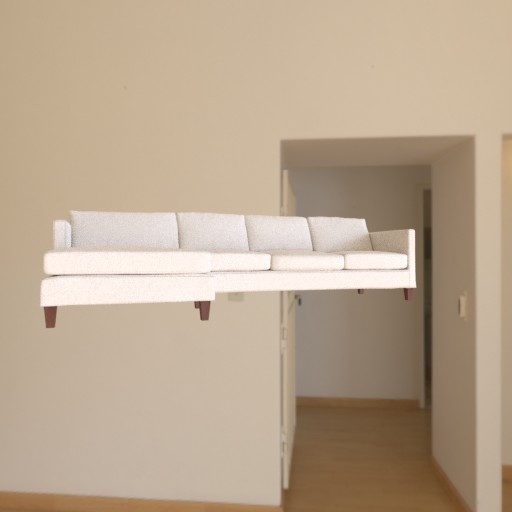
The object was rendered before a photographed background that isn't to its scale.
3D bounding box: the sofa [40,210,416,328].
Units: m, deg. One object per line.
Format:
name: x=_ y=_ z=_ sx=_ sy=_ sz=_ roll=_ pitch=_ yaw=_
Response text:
sofa: x=0.000 y=0.000 z=3.806 sx=3.186 sy=0.846 sz=1.625 roll=0 pitch=0 yaw=-20
